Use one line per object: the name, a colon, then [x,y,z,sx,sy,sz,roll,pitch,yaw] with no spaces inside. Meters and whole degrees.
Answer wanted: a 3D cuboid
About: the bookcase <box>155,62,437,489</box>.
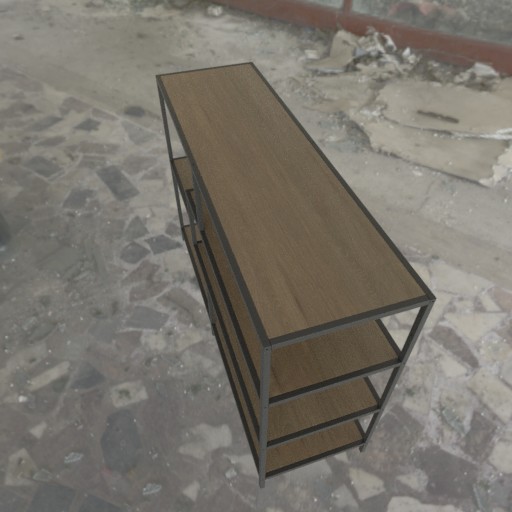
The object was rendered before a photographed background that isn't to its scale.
bookcase: [0.000,0.000,1.462,0.350,0.780,1.140,-13,48,-13]
